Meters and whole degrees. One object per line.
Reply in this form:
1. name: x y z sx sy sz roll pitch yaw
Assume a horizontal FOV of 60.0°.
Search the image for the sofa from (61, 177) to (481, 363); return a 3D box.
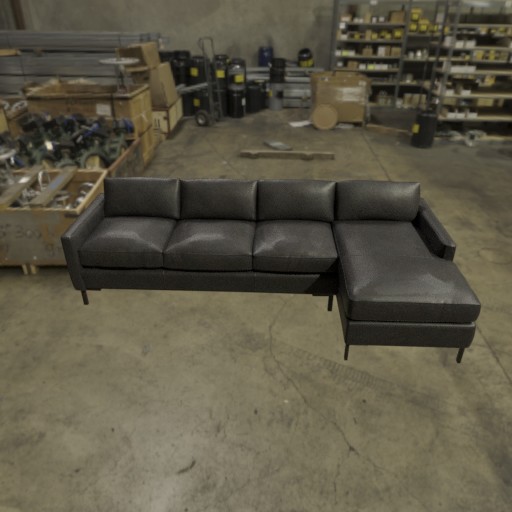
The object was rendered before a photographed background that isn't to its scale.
1. sofa: 0.000 0.000 3.531 2.993 0.859 1.471 1 30 2
